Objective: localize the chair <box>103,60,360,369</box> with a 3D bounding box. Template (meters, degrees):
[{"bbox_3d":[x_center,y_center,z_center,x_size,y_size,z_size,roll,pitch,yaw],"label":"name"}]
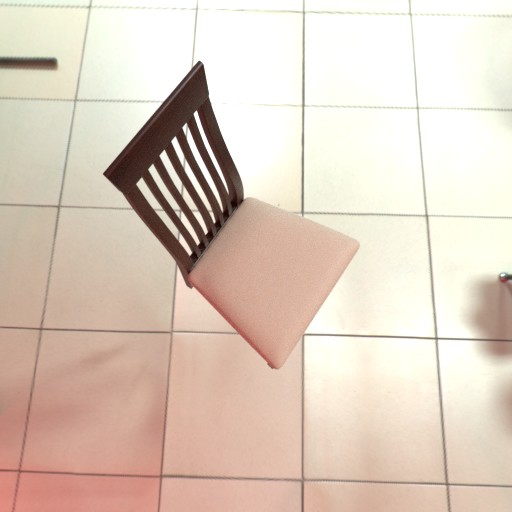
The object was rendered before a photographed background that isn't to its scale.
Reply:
[{"bbox_3d":[0.000,0.000,1.281,0.474,1.027,0.460,34,78,8],"label":"chair"}]
